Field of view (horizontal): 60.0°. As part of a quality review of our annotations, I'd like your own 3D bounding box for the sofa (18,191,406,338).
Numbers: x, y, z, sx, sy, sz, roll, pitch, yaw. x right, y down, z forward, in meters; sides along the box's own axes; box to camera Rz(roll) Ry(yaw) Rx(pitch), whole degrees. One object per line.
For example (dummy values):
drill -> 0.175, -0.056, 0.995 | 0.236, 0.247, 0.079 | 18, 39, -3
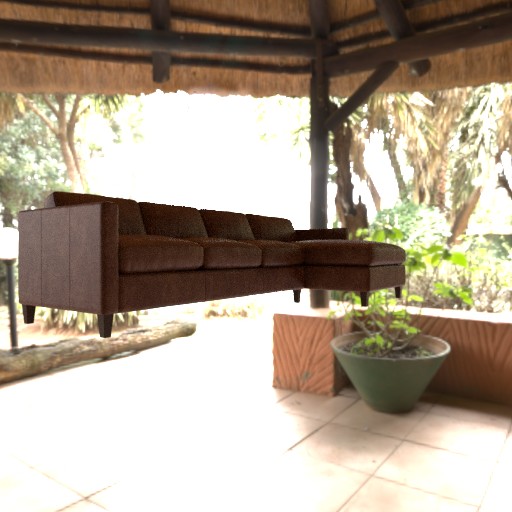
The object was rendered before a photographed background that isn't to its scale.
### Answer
sofa -> 0.000, 0.000, 3.757 | 1.581, 0.883, 3.203 | 0, 0, 36
